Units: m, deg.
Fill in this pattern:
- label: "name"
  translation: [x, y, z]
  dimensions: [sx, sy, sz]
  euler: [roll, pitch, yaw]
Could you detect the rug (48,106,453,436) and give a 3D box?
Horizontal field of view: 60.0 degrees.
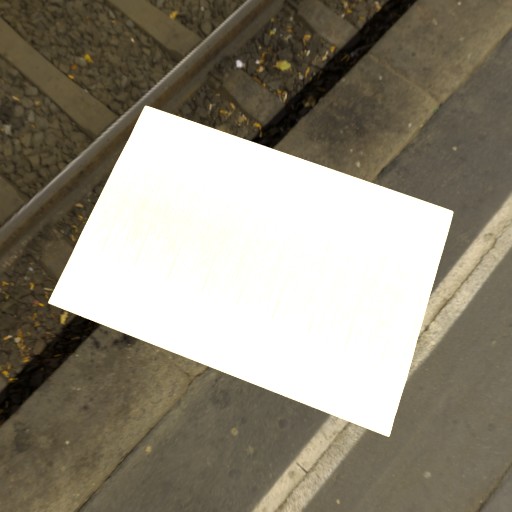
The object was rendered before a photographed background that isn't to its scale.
- label: "rug"
  translation: [0.000, 0.000, 2.363]
  dimensions: [1.850, 0.006, 1.234]
  euler: [20, 77, 5]
